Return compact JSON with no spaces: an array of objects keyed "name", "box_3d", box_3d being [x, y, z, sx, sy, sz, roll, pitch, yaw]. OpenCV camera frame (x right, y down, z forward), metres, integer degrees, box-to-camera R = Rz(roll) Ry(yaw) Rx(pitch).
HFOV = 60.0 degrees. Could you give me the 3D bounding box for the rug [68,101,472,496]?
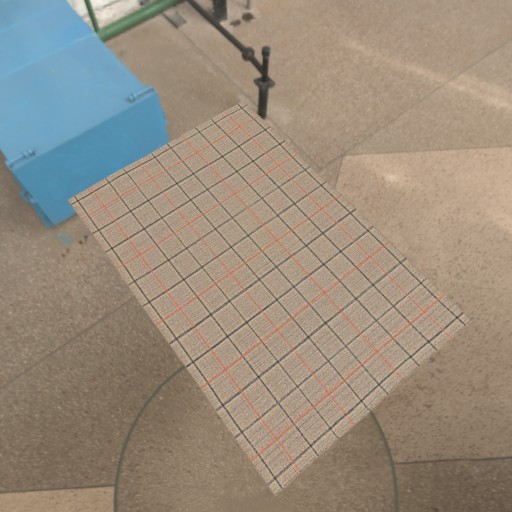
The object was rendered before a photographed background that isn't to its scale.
[{"name":"rug","box_3d":[0.000,0.000,2.295,1.220,0.013,1.829,-35,68,-16]}]
